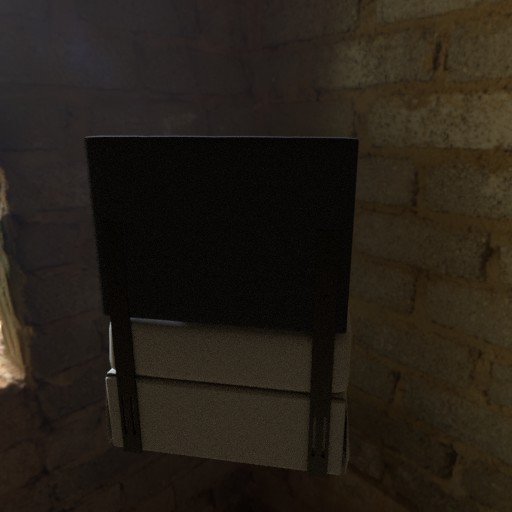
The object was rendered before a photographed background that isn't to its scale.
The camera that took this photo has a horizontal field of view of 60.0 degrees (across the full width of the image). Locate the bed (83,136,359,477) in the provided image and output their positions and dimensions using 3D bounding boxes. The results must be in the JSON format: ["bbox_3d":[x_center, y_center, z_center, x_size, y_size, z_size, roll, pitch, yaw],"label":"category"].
[{"bbox_3d":[0.000,0.000,2.903,1.261,1.571,1.997,3,17,9],"label":"bed"}]
